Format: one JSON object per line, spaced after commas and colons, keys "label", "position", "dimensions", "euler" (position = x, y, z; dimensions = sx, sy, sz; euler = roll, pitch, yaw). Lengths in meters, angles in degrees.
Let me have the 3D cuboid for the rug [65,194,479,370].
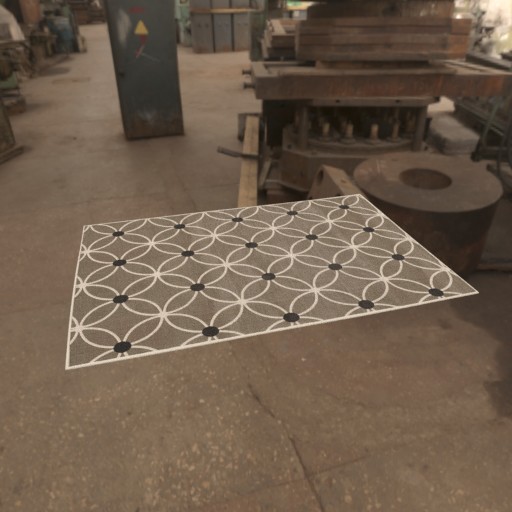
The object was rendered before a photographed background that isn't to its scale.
{"label": "rug", "position": [0.000, 0.000, 2.946], "dimensions": [2.284, 0.008, 1.522], "euler": [-8, 32, -13]}
